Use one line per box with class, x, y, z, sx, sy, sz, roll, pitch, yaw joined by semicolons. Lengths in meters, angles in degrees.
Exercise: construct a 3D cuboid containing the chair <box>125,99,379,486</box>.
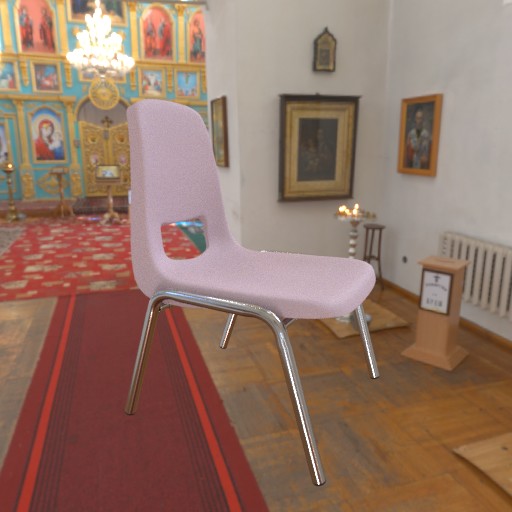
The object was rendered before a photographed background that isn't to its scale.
chair;0.000;0.000;0.776;0.385;0.536;0.354;6;14;27
